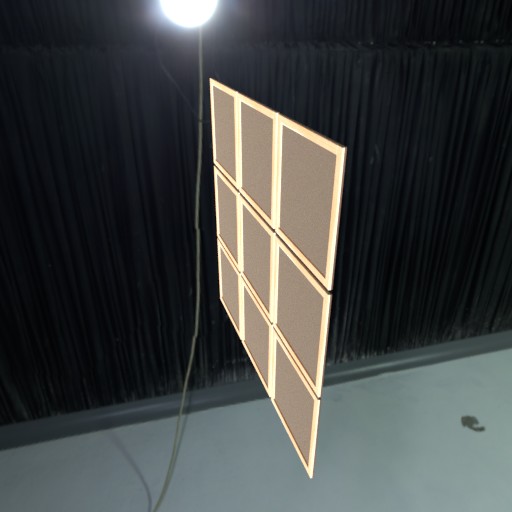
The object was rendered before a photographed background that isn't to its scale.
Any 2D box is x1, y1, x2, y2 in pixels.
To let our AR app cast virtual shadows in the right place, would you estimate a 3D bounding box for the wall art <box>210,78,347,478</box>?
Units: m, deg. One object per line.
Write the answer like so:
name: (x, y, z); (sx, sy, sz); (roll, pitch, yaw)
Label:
wall art: (0.000, 0.000, 1.820); (0.013, 1.218, 1.216); (-10, 31, -17)
